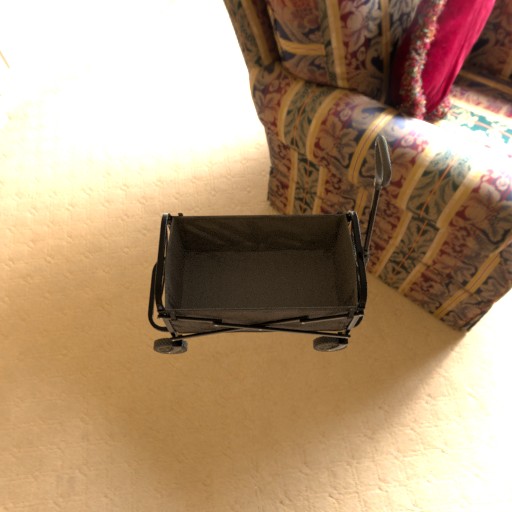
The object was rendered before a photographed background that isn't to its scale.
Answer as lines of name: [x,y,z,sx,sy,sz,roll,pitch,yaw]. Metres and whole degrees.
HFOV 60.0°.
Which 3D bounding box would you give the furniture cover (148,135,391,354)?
furniture cover: [0.000,0.000,1.844,1.038,1.295,0.532,-1,62,0]
